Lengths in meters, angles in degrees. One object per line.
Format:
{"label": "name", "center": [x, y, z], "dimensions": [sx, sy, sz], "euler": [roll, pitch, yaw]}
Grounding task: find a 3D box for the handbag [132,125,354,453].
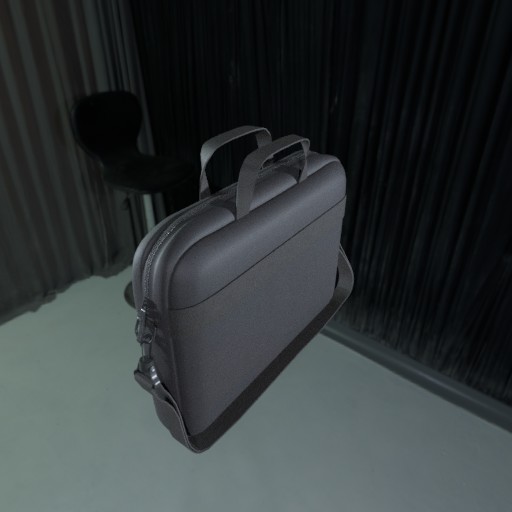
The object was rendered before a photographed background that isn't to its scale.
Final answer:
{"label": "handbag", "center": [0.000, 0.000, 0.591], "dimensions": [0.126, 0.330, 0.429], "euler": [22, 39, 30]}
